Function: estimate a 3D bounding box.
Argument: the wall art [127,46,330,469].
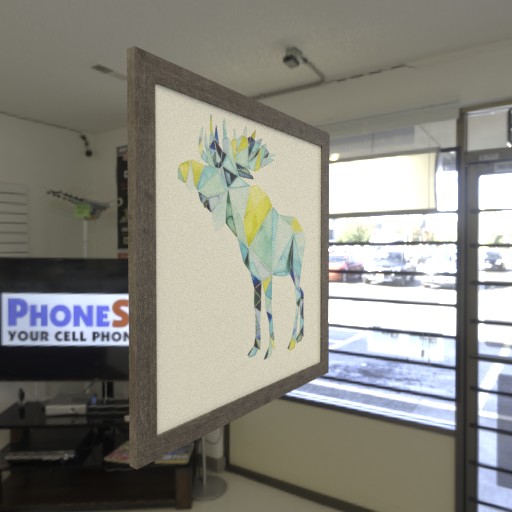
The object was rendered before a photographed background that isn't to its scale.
[{"bbox_3d":[0.000,0.000,0.666,0.013,0.457,0.457,1,2,36],"label":"wall art"}]
